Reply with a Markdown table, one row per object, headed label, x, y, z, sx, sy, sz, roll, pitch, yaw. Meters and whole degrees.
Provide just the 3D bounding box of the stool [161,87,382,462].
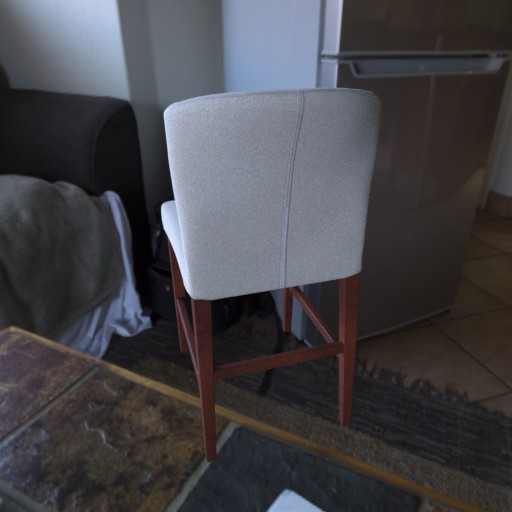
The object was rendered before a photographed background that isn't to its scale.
| label | x | y | z | sx | sy | sz | roll | pitch | yaw |
| --- | --- | --- | --- | --- | --- | --- | --- | --- | --- |
| stool | 0.000 | 0.000 | 1.277 | 0.479 | 0.968 | 0.568 | -8 | 29 | -15 |
